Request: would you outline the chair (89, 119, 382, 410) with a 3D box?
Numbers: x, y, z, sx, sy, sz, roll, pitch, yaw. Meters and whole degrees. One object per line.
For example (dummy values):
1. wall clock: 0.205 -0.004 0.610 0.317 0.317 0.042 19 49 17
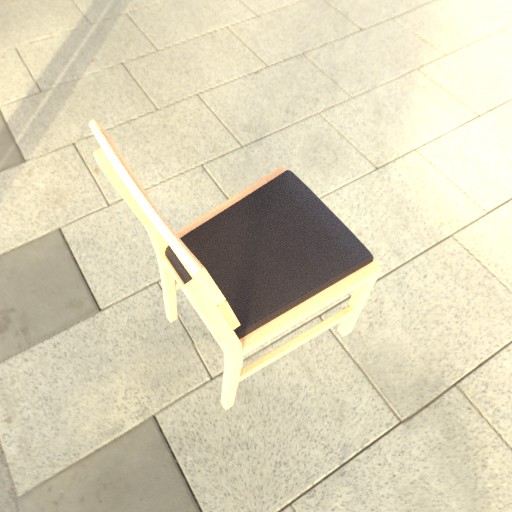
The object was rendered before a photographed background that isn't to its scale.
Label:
1. chair: 0.000 0.000 1.281 0.560 0.950 0.475 -30 63 -17
